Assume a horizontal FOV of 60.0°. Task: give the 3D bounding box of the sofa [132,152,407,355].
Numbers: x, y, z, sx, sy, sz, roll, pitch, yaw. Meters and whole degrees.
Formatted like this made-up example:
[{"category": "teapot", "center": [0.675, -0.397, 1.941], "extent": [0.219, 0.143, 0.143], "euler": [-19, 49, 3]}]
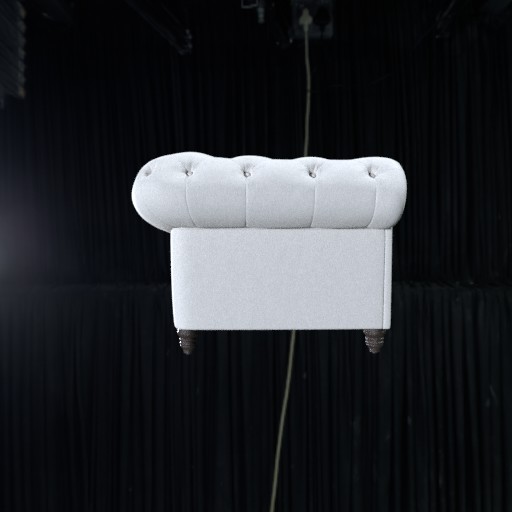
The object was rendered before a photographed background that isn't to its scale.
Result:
[{"category": "sofa", "center": [0.000, 0.000, 2.477], "extent": [0.986, 0.764, 1.998], "euler": [0, 0, -2]}]
